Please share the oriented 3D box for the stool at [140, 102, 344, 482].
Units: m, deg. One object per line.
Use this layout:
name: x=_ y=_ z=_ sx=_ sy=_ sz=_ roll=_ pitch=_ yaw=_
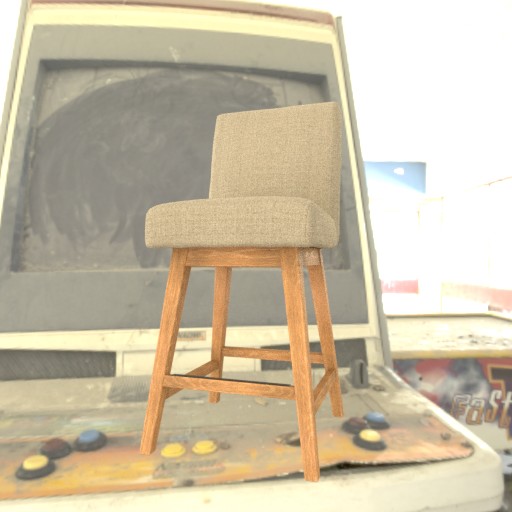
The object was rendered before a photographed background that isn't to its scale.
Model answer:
stool: x=0.000 y=0.000 z=1.299 sx=0.459 sy=1.010 sz=0.526 roll=0 pitch=0 yaw=18
